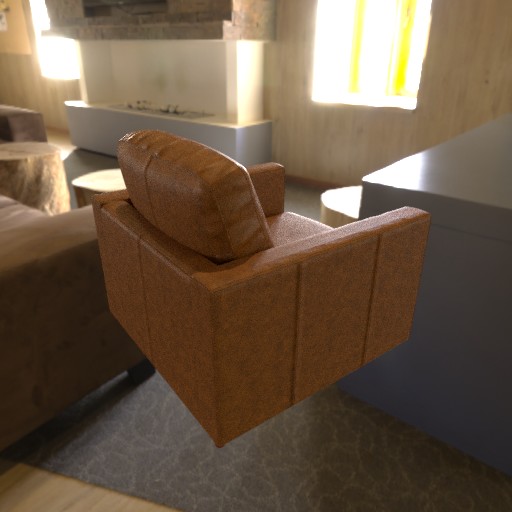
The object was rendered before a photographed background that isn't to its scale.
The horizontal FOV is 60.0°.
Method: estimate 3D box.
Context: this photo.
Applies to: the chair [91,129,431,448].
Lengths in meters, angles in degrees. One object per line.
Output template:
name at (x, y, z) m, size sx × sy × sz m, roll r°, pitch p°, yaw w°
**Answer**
chair at (0.000, 0.000, 1.686) m, size 0.909 × 0.956 × 0.890 m, roll -18°, pitch 31°, yaw -32°
